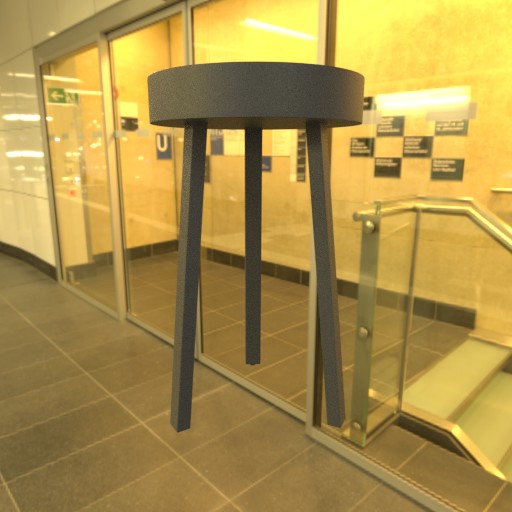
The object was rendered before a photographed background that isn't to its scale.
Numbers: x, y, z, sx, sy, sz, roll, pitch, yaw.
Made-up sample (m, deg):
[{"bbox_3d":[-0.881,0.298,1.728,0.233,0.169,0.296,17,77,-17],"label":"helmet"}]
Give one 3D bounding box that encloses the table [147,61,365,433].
[{"bbox_3d":[0.000,0.000,0.930,0.406,0.686,0.406,7,15,27],"label":"table"}]
